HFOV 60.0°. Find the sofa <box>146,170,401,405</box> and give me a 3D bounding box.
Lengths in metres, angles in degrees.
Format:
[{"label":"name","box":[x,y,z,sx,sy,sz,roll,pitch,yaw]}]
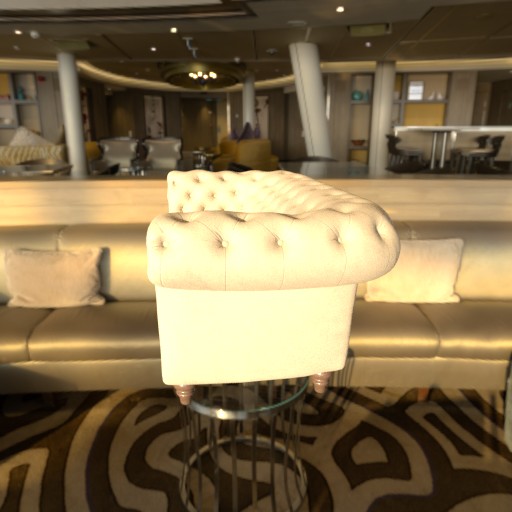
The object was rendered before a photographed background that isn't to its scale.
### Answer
[{"label":"sofa","box":[0.000,0.000,2.533,1.069,0.835,1.988,-2,16,-8]}]
